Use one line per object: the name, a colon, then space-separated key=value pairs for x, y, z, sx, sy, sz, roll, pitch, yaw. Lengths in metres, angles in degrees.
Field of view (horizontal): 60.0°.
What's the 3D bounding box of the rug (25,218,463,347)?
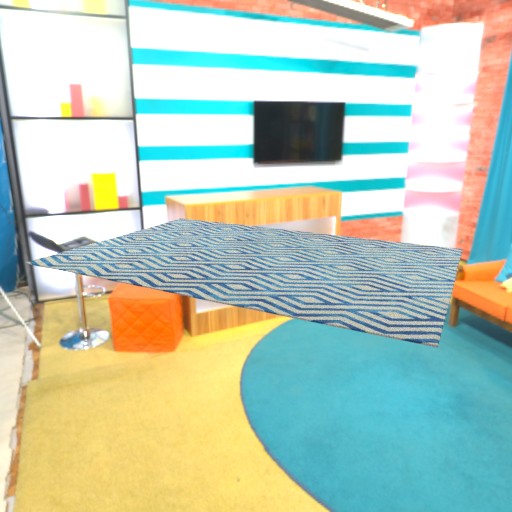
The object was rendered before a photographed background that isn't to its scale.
rug: x=0.000 y=0.000 z=2.220 sx=1.830 sy=0.008 sz=1.225 roll=8 pitch=18 yaw=26
